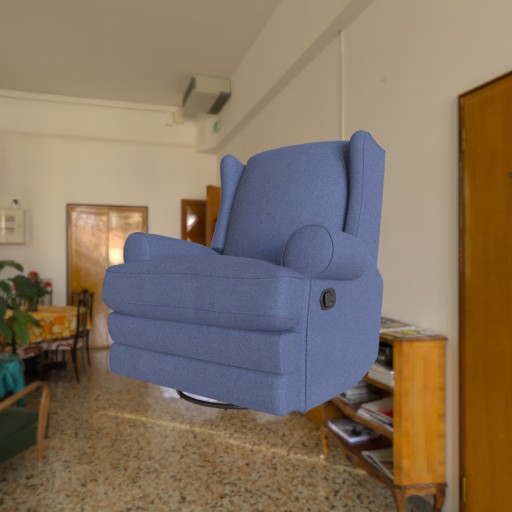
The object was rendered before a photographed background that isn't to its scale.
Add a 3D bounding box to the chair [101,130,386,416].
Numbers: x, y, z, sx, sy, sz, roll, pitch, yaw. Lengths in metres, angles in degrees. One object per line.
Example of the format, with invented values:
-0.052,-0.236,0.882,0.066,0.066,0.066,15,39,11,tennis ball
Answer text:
0.000,0.000,1.763,0.971,1.020,0.877,0,0,37,chair
